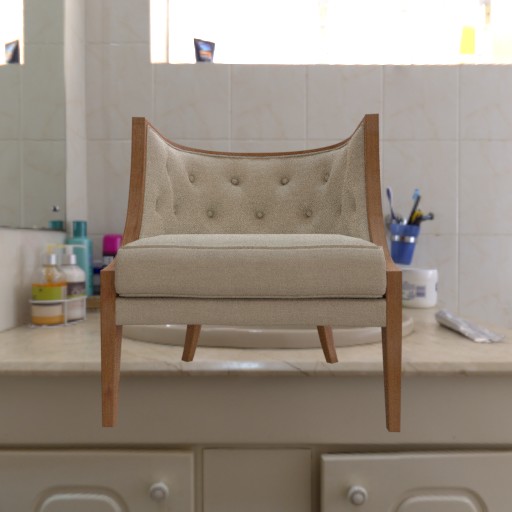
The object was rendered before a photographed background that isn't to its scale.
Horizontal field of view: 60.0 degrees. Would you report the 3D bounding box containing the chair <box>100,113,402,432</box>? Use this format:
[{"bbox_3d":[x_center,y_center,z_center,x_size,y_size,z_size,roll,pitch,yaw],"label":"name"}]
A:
[{"bbox_3d":[0.000,0.000,1.349,0.711,0.775,0.757,0,0,3],"label":"chair"}]
